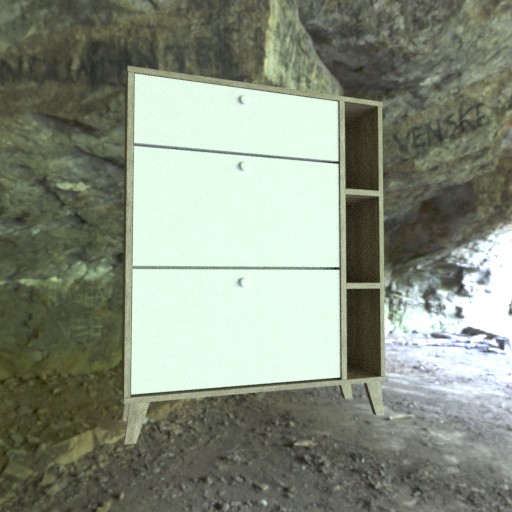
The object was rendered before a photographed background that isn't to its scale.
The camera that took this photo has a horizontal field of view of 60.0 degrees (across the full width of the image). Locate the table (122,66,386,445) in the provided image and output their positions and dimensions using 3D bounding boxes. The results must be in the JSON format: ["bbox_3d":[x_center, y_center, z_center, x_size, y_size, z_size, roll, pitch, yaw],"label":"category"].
[{"bbox_3d":[0.000,0.000,1.580,0.902,1.135,0.256,1,-3,-18],"label":"table"}]
